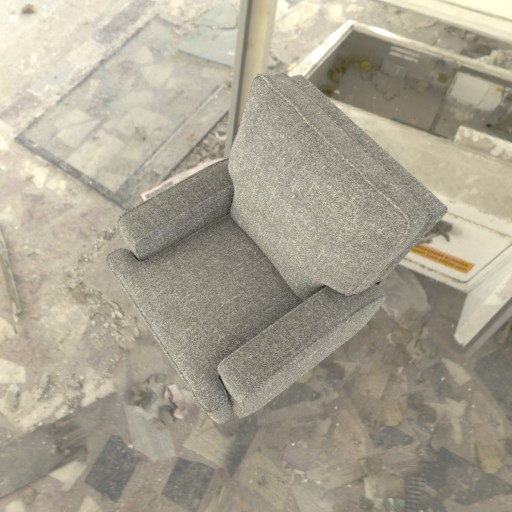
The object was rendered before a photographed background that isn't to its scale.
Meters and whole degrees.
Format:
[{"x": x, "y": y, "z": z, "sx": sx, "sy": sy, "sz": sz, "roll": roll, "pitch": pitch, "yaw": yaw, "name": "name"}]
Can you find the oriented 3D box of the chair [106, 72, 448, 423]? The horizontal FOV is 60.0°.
[{"x": 0.000, "y": 0.000, "z": 1.709, "sx": 0.964, "sy": 0.962, "sz": 0.861, "roll": -34, "pitch": 69, "yaw": -15, "name": "chair"}]
